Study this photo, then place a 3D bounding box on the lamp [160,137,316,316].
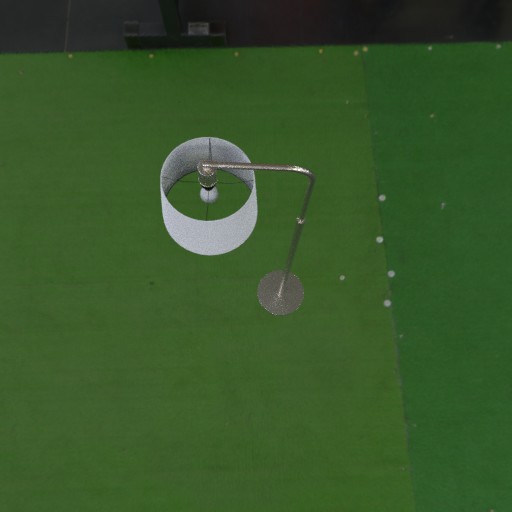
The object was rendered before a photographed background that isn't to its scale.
[{"bbox_3d":[0.000,0.000,1.661,0.508,1.478,0.254,0,74,0],"label":"lamp"}]
